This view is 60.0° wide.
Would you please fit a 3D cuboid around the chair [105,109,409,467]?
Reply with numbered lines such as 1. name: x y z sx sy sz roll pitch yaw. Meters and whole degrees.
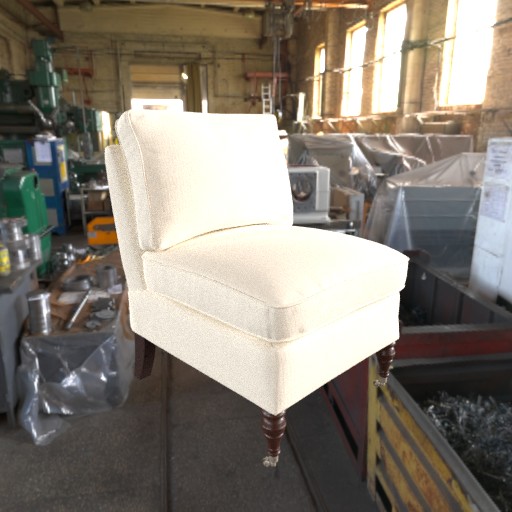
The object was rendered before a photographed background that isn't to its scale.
1. chair: 0.000 0.000 1.413 0.630 0.887 0.781 -15 21 -42
